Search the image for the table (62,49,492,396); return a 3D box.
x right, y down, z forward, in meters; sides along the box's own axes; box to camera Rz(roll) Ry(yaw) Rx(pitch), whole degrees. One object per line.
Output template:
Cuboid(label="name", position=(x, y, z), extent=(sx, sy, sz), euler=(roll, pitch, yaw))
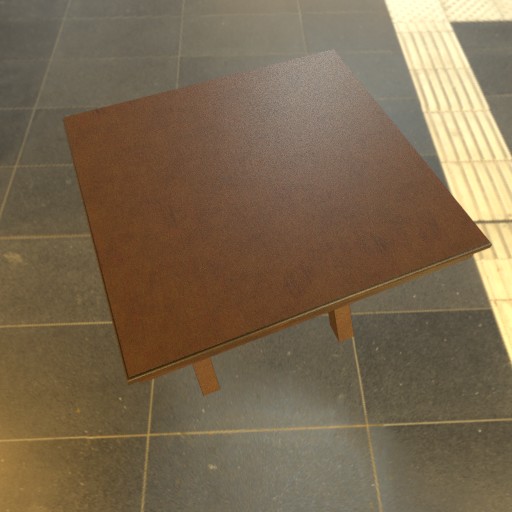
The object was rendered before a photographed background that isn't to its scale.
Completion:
Cuboid(label="table", position=(0.000, 0.000, 1.031), extent=(0.602, 0.562, 0.560), euler=(-19, 60, -11))
